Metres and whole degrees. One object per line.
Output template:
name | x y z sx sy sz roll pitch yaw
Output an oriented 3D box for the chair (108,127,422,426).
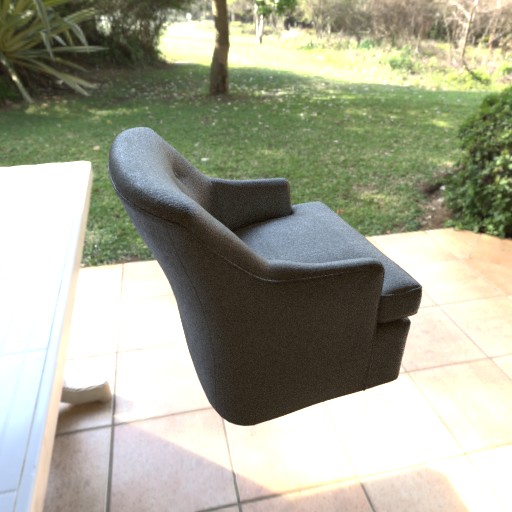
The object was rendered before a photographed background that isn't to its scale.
chair | 0.000 0.000 1.623 0.923 0.856 0.864 -10 31 -16
